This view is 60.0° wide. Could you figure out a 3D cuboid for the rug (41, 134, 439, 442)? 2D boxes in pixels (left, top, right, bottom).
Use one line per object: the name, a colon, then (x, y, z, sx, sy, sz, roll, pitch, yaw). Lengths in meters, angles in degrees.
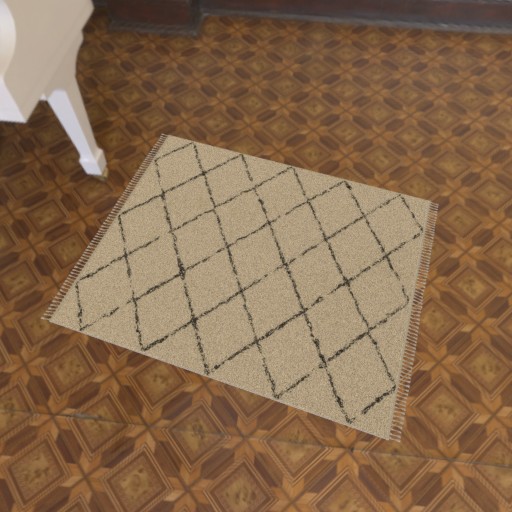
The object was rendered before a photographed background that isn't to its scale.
rug: (0.000, 0.000, 4.097, 3.051, 0.013, 2.380, 16, 59, 10)
